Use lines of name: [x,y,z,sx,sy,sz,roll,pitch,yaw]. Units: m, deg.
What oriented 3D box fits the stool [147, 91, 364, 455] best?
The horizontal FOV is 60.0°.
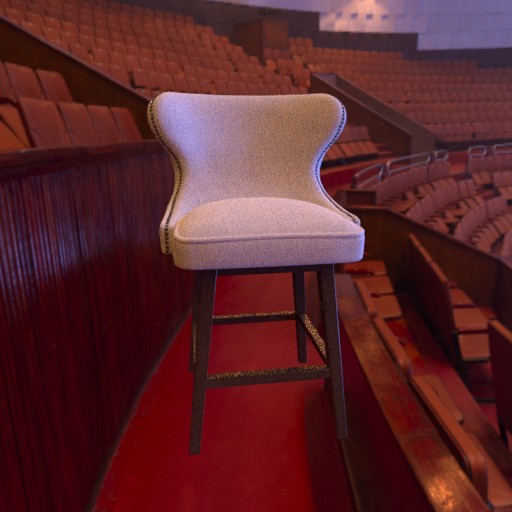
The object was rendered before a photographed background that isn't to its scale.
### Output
stool: [0.000,0.000,1.363,0.615,0.972,0.597,-3,17,-8]
